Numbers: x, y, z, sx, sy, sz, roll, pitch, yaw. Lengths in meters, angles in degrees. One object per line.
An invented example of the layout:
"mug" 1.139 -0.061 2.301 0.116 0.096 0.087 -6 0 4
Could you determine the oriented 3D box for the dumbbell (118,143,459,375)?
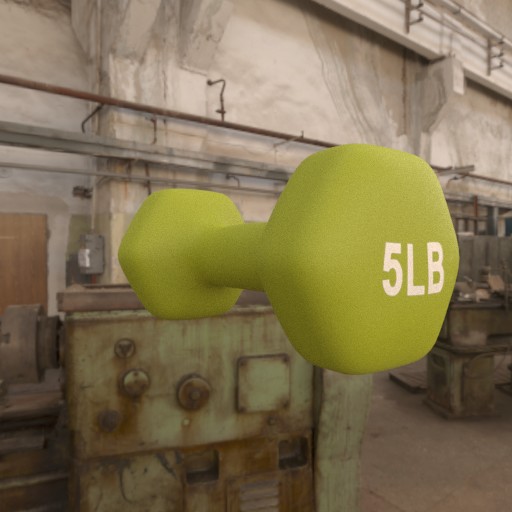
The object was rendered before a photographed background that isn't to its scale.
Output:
"dumbbell" 0.000 0.000 0.200 0.080 0.072 0.164 -1 1 -36
